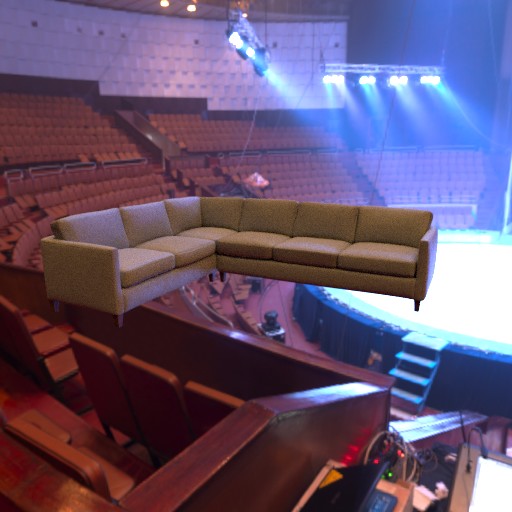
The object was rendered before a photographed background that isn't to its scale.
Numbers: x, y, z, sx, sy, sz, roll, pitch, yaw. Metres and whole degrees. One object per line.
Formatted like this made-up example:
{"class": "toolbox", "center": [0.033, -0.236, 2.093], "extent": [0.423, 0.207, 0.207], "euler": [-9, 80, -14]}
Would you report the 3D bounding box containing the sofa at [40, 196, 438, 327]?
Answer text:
{"class": "sofa", "center": [0.000, 0.000, 4.580], "extent": [3.301, 0.947, 2.592], "euler": [7, 15, 26]}
